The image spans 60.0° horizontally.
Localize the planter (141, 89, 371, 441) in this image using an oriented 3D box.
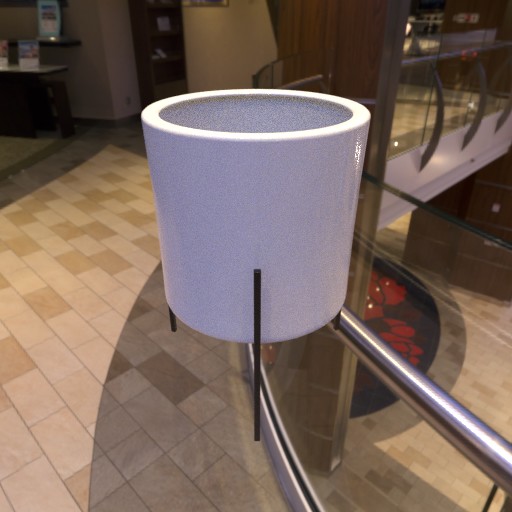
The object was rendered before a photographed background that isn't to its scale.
[{"bbox_3d":[0.000,0.000,0.750,0.360,0.480,0.361,0,30,-1],"label":"planter"}]
